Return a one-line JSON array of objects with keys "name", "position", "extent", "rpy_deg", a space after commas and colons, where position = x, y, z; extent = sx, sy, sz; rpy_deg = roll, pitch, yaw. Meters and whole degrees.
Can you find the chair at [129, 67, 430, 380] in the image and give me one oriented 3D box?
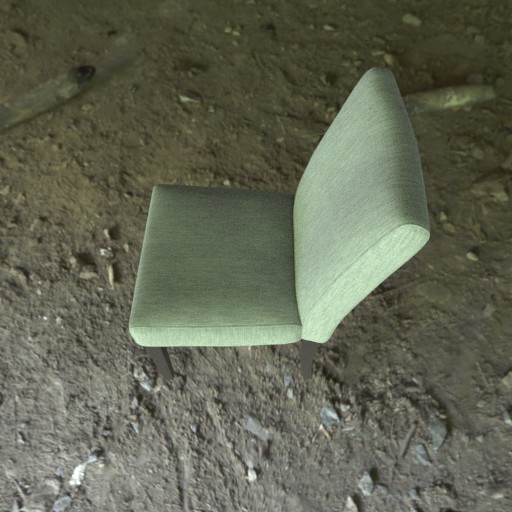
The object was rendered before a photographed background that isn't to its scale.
[{"name": "chair", "position": [0.000, 0.000, 1.220], "extent": [0.629, 0.884, 0.487], "rpy_deg": [1, 58, 0]}]
